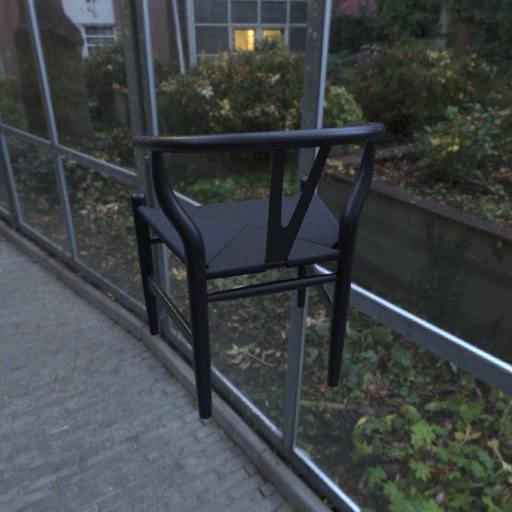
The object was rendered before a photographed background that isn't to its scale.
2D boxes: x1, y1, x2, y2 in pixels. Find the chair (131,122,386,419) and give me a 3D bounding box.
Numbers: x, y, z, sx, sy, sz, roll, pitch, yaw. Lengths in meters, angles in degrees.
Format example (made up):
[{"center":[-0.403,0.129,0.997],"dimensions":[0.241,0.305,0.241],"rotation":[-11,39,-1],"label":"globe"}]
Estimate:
[{"center":[0.000,0.000,1.153],"dimensions":[0.569,0.730,0.579],"rotation":[-8,27,-17],"label":"chair"}]
